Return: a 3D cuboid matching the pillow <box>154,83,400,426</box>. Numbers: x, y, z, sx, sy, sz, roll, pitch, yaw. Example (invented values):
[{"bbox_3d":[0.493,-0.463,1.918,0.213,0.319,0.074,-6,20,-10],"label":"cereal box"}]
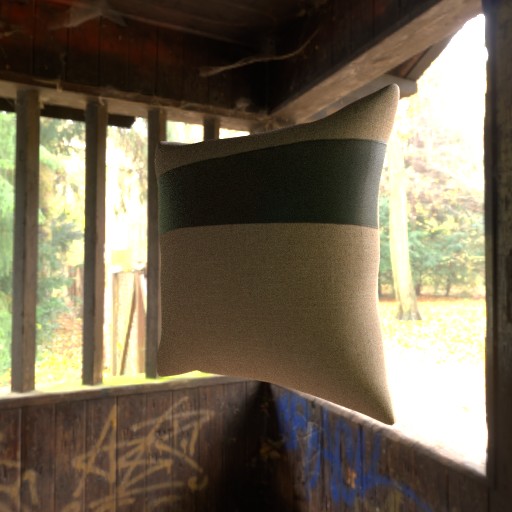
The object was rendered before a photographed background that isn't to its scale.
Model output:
[{"bbox_3d":[0.000,0.000,0.635,0.414,0.399,0.173,-1,-2,36],"label":"pillow"}]
